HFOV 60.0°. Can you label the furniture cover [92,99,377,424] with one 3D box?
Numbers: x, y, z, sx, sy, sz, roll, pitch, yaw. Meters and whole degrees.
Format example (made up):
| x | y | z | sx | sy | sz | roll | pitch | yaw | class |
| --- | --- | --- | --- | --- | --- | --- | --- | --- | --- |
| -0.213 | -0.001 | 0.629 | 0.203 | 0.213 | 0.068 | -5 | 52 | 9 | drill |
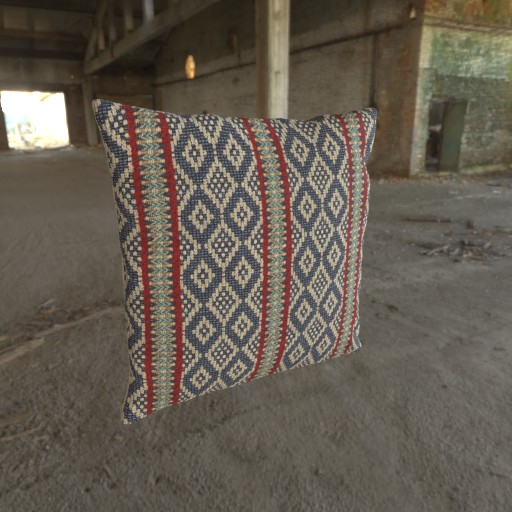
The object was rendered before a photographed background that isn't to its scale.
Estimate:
| x | y | z | sx | sy | sz | roll | pitch | yaw | class |
| --- | --- | --- | --- | --- | --- | --- | --- | --- | --- |
| 0.000 | 0.000 | 0.661 | 0.431 | 0.431 | 0.139 | -9 | 19 | -28 | furniture cover |
